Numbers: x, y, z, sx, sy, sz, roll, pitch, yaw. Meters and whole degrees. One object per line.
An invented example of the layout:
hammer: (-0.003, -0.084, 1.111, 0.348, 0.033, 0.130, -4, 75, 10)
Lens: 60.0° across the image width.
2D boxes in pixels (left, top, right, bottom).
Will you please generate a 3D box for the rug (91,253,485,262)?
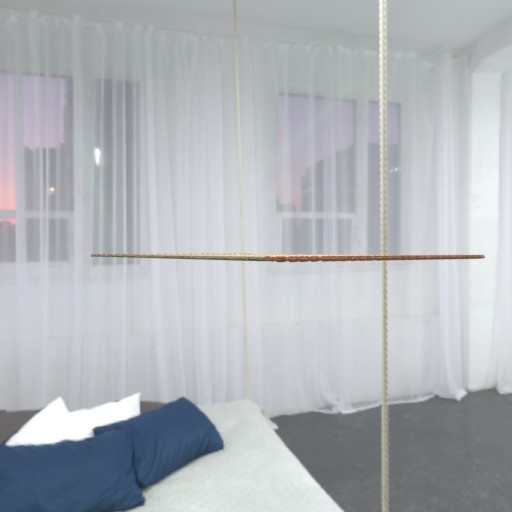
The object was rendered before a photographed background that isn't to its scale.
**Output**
rug: (0.000, 0.000, 2.341, 1.220, 0.019, 1.838, 0, 1, -36)
